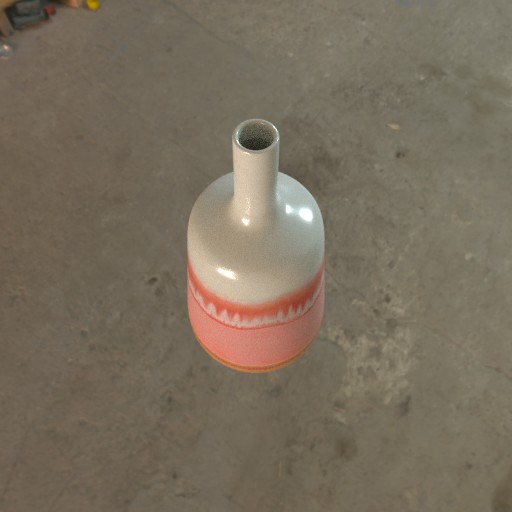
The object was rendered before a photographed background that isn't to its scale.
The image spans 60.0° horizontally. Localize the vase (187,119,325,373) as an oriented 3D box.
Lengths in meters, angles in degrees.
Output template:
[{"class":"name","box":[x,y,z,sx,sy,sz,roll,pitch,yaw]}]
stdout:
[{"class":"vase","box":[0.000,0.000,0.378,0.144,0.296,0.144,0,63,0]}]
